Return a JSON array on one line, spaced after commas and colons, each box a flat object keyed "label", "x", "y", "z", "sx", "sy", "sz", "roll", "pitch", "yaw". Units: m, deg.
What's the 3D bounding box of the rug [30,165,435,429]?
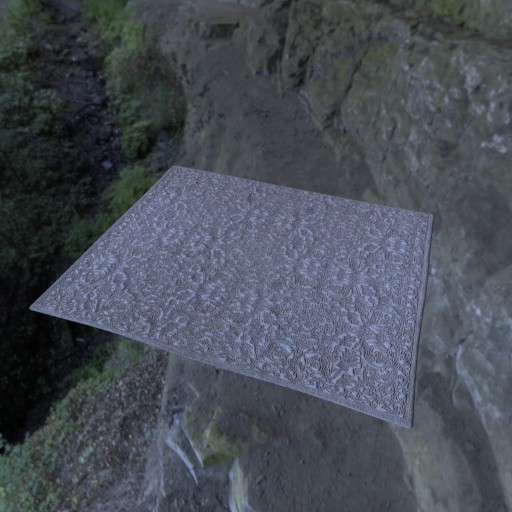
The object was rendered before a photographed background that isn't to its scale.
[{"label": "rug", "x": 0.000, "y": 0.000, "z": 4.072, "sx": 3.017, "sy": 0.035, "sz": 2.472, "roll": 13, "pitch": 43, "yaw": 15}]
